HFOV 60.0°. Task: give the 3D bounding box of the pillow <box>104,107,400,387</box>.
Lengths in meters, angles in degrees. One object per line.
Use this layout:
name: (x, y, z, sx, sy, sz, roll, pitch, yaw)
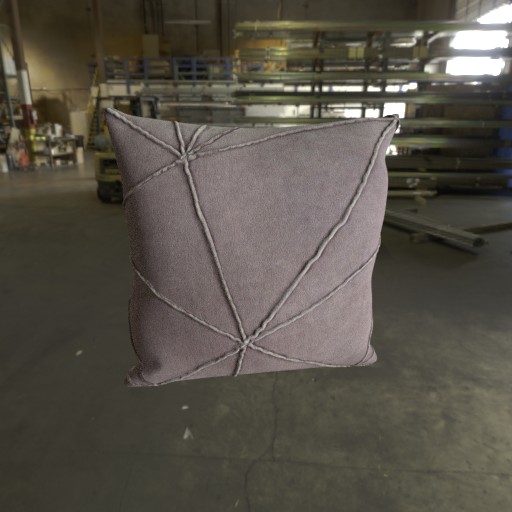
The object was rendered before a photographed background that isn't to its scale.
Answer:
pillow: (0.000, 0.000, 0.694, 0.439, 0.440, 0.185, -3, 18, -8)
